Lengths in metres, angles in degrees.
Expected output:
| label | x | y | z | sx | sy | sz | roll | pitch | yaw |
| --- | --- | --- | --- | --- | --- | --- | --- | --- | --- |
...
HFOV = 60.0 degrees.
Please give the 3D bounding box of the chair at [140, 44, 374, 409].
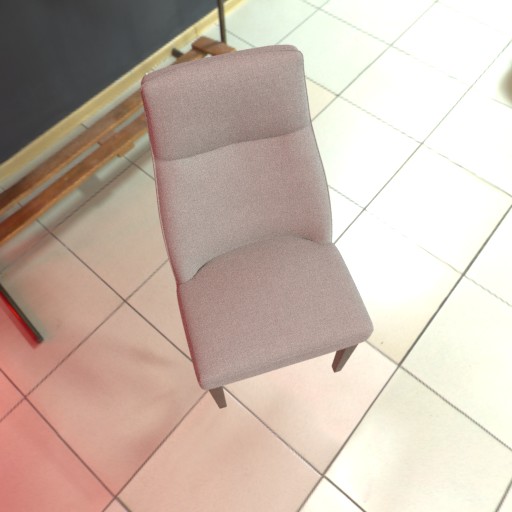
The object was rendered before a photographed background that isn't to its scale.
| label | x | y | z | sx | sy | sz | roll | pitch | yaw |
| --- | --- | --- | --- | --- | --- | --- | --- | --- | --- |
| chair | 0.000 | 0.000 | 1.282 | 0.500 | 0.930 | 0.620 | -15 | 65 | -7 |
